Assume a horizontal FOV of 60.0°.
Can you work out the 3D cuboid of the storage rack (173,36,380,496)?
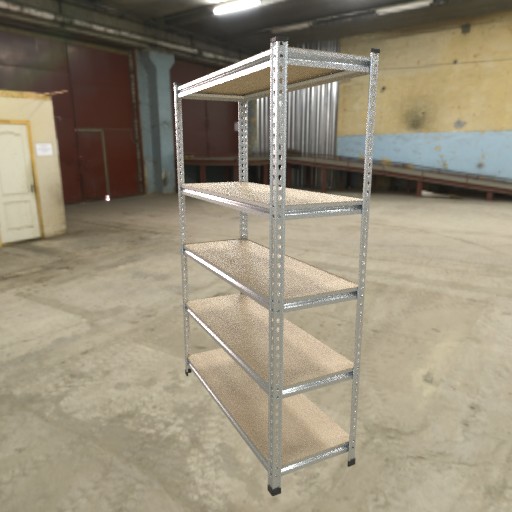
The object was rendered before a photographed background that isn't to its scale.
[{"bbox_3d":[0.000,0.000,2.329,0.457,1.829,1.219,-7,15,-26],"label":"storage rack"}]
